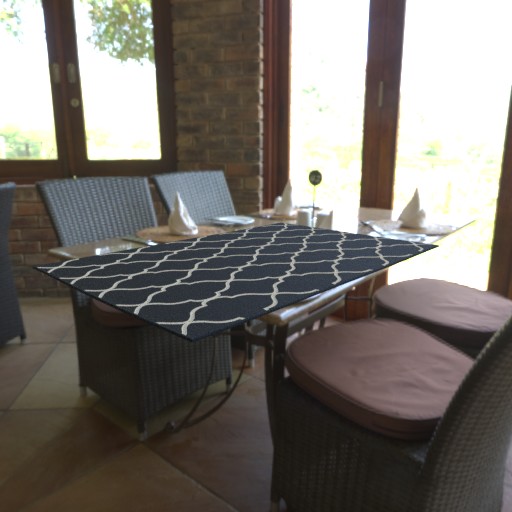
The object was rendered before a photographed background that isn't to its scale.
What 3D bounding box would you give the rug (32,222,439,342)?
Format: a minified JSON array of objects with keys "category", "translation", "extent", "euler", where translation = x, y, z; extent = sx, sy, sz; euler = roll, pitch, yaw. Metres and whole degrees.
[{"category":"rug","translation":[0.000,0.000,2.920],"extent":[1.526,0.014,2.290],"euler":[12,18,42]}]
